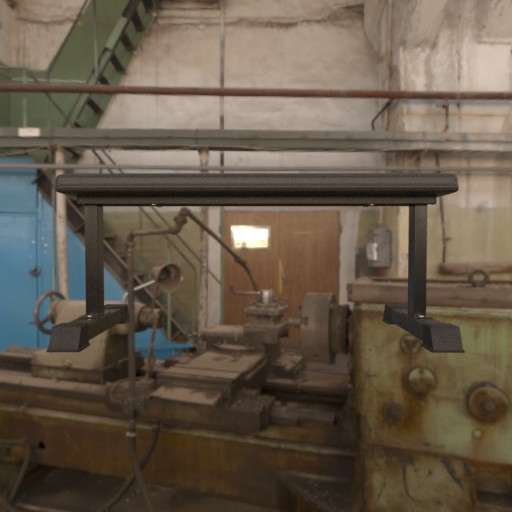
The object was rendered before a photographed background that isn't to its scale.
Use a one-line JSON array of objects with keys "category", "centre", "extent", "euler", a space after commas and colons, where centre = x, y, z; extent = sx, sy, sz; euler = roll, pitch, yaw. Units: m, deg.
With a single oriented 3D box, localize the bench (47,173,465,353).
[{"category": "bench", "centre": [0.000, 0.000, 1.283], "extent": [1.072, 0.453, 0.439], "euler": [0, 2, 0]}]
